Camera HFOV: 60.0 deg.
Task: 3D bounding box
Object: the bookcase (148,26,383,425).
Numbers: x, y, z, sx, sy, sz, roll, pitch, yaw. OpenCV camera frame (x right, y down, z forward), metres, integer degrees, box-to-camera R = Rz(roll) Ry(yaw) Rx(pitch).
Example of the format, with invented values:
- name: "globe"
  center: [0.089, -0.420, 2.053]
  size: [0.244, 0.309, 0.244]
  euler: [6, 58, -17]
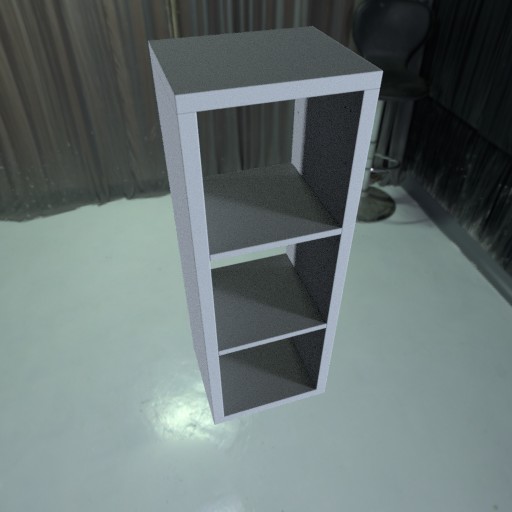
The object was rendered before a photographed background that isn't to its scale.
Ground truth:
- name: "bookcase"
  center: [0.000, 0.000, 1.250]
  size: [0.390, 1.080, 0.330]
  euler: [-12, 42, -13]
